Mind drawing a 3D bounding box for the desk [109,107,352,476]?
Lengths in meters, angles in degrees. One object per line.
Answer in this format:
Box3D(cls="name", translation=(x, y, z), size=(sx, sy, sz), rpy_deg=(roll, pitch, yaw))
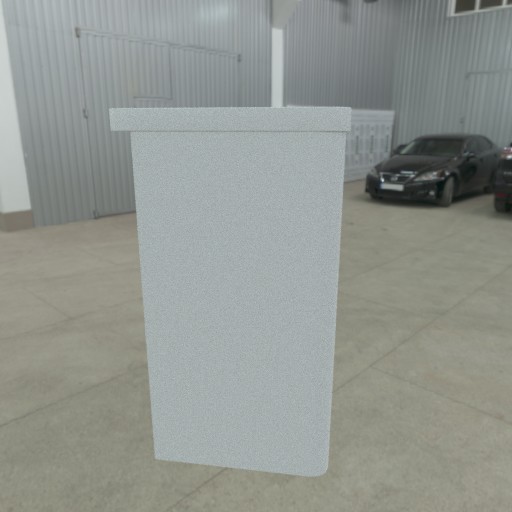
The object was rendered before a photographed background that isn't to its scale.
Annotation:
Box3D(cls="desk", translation=(0.000, 0.000, 1.247), size=(0.446, 0.760, 0.790), rpy_deg=(2, 16, 8))
